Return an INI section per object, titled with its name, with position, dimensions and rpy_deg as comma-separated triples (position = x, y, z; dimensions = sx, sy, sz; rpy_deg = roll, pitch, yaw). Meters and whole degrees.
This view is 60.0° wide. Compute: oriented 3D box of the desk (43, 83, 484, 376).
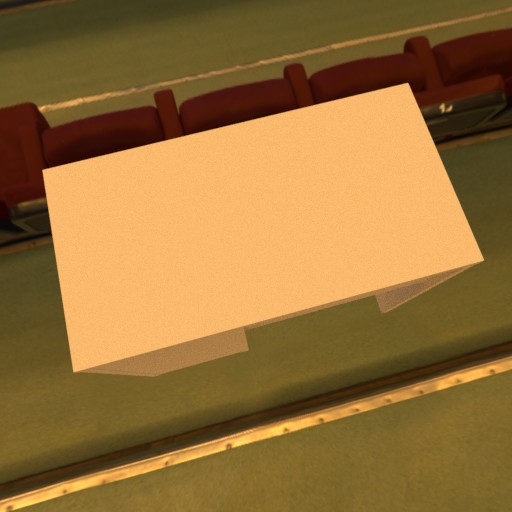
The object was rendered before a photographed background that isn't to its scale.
[desk]
position = 0.000, 0.000, 1.346
dimensions = 0.898, 0.730, 0.482
rpy_deg = -15, 75, -4
